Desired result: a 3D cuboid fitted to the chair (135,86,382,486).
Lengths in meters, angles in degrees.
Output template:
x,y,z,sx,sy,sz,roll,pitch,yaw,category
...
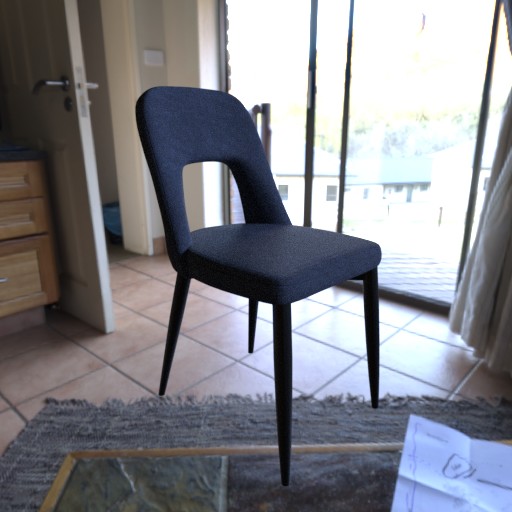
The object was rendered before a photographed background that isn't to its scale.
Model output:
x,y,z,sx,sy,sz,roll,pitch,yaw,category
0.000,0.000,1.259,0.612,0.931,0.470,15,22,42,chair
